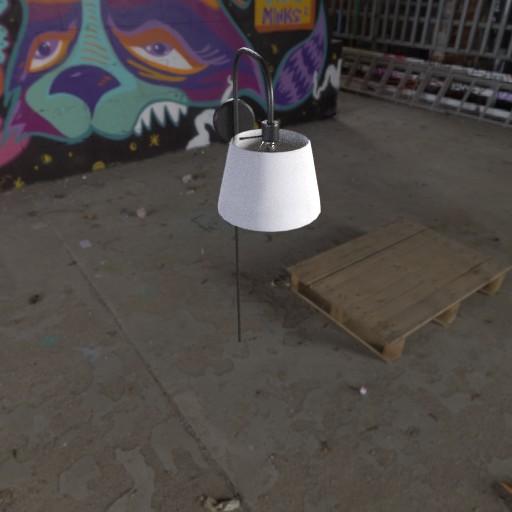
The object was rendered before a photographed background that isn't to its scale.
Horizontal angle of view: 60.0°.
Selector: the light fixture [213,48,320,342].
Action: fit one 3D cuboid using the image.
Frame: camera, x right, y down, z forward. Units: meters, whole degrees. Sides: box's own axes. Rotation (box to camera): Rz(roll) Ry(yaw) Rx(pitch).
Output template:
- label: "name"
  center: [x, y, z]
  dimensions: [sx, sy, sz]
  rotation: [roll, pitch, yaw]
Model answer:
- label: "light fixture"
  center: [0.000, 0.000, 0.474]
  dimensions: [0.092, 0.399, 0.176]
  rotation: [-9, 33, -14]
